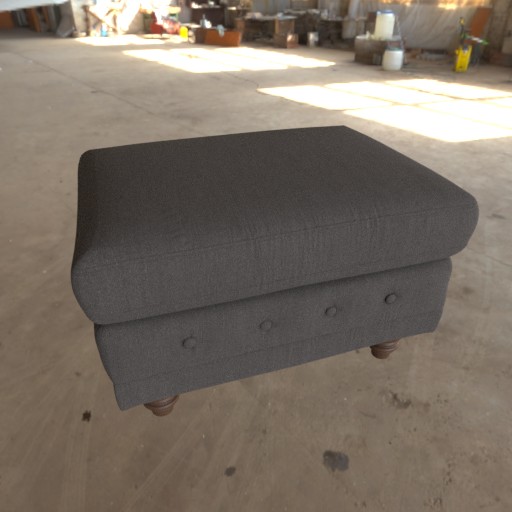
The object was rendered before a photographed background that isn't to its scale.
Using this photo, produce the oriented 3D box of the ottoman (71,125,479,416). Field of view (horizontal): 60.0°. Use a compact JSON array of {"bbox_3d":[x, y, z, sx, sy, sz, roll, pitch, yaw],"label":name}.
[{"bbox_3d":[0.000,0.000,1.087,0.771,0.500,0.569,-10,33,-16],"label":"ottoman"}]
